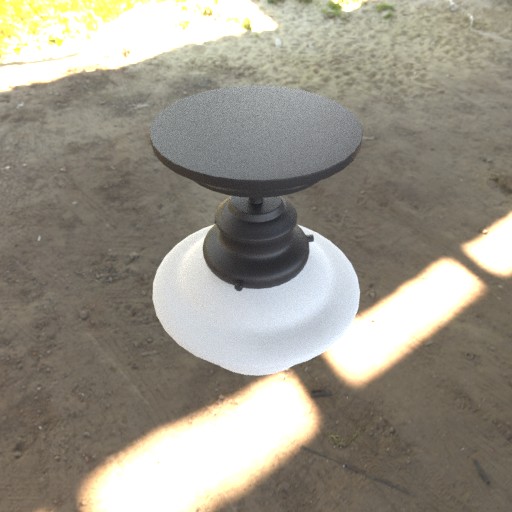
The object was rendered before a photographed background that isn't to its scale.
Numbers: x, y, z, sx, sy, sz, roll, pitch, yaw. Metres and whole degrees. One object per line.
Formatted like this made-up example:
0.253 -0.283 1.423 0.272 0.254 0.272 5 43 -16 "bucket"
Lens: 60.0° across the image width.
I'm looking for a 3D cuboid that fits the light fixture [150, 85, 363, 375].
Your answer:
0.000 0.000 0.405 0.197 0.254 0.197 0 42 0 "light fixture"
